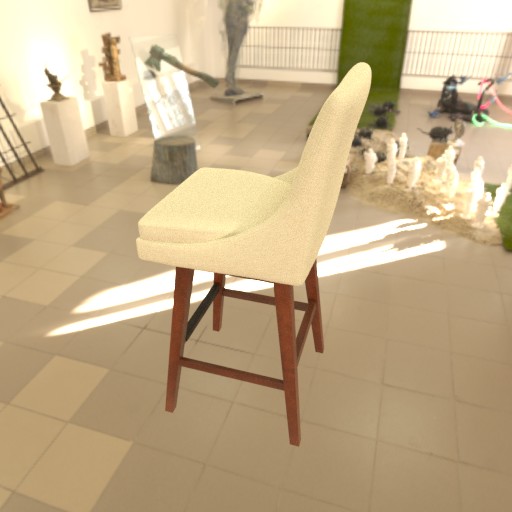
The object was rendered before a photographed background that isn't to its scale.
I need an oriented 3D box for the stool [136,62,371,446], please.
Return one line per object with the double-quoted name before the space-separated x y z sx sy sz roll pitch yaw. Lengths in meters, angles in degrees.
"stool" 0.000 0.000 1.386 0.559 1.097 0.470 9 33 15
